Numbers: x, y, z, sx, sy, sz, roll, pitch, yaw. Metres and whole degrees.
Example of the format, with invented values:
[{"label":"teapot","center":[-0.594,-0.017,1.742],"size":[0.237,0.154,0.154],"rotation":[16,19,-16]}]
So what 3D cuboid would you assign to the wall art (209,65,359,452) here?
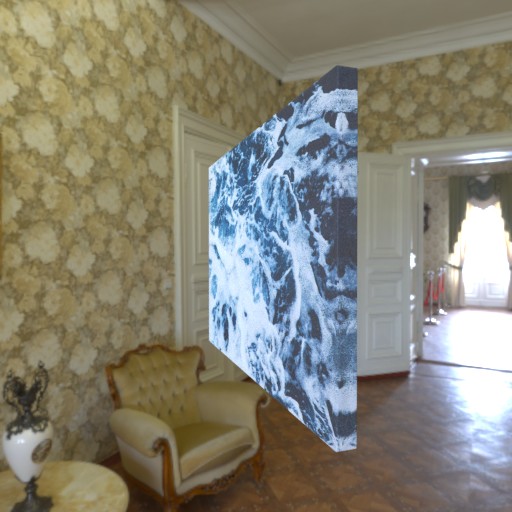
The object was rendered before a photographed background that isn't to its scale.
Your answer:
[{"label":"wall art","center":[0.000,0.000,1.134],"size":[0.042,0.610,0.915],"rotation":[0,1,-19]}]
